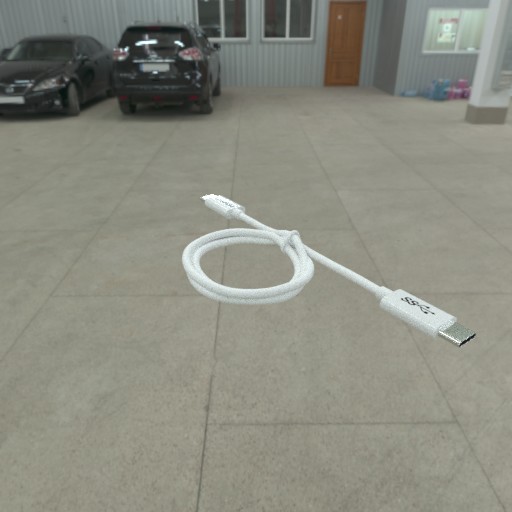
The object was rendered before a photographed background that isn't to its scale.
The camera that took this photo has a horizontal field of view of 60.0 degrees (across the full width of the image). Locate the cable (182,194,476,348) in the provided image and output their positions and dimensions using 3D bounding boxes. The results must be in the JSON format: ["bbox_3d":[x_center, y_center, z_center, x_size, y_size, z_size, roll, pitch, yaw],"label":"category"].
[{"bbox_3d":[0.000,0.000,0.211,0.070,0.014,0.186,-18,33,-32],"label":"cable"}]
